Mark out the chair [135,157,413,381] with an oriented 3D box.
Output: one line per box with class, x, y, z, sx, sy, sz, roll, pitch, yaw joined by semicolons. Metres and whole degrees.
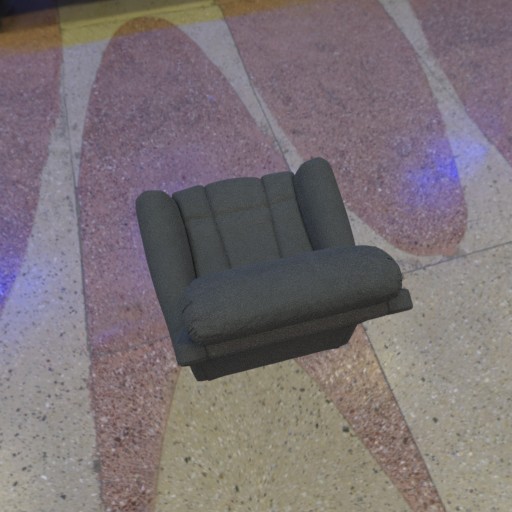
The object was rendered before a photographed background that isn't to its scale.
chair;0.000;0.000;1.762;0.871;1.031;0.979;-12;60;-7
